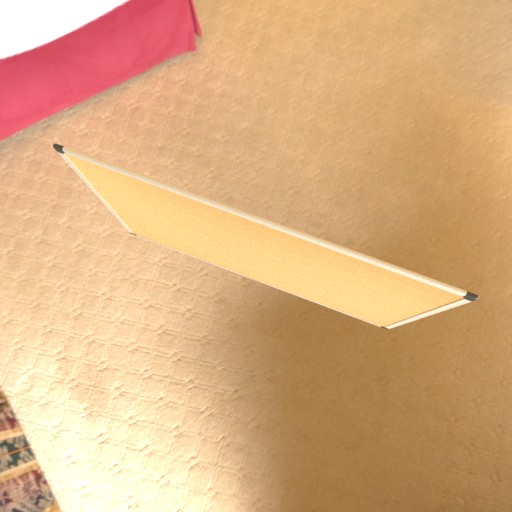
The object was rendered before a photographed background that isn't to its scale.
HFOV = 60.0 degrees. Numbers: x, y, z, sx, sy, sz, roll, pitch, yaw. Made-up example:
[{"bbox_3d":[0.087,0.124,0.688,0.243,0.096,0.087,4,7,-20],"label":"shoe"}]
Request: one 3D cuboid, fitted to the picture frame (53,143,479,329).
[{"bbox_3d":[0.000,0.000,1.162,0.900,0.600,0.010,20,76,5],"label":"picture frame"}]
